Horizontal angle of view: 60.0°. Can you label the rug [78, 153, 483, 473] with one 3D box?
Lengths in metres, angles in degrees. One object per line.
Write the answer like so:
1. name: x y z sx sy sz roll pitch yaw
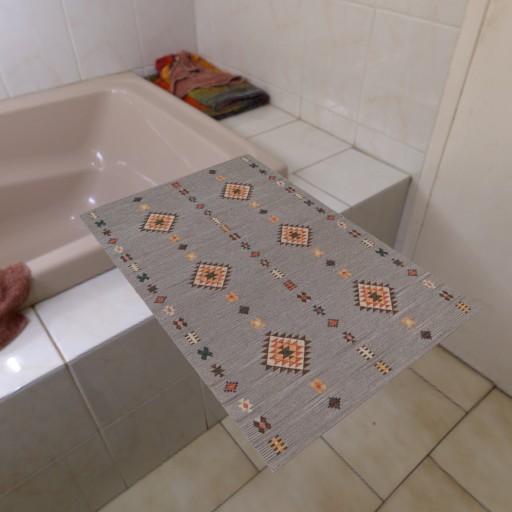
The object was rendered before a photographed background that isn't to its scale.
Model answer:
1. rug: 0.000 0.000 2.289 1.217 0.005 1.818 -26 48 -27
